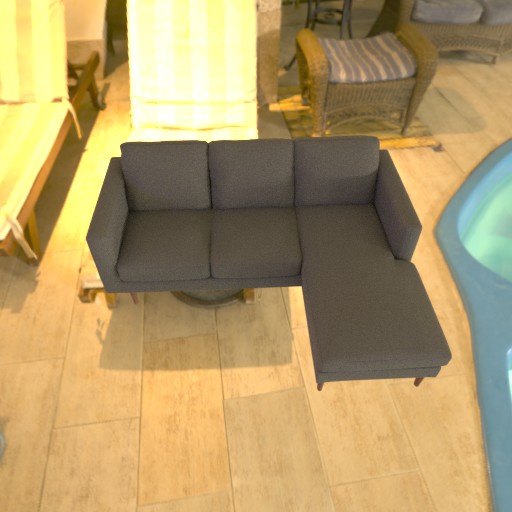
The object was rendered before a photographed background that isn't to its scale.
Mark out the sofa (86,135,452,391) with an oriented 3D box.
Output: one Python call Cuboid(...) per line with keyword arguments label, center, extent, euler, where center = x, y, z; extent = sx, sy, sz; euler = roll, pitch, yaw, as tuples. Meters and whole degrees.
Cuboid(label="sofa", center=(0.000, 0.000, 2.857), extent=(2.031, 0.897, 1.591), euler=(-2, 46, -2))
